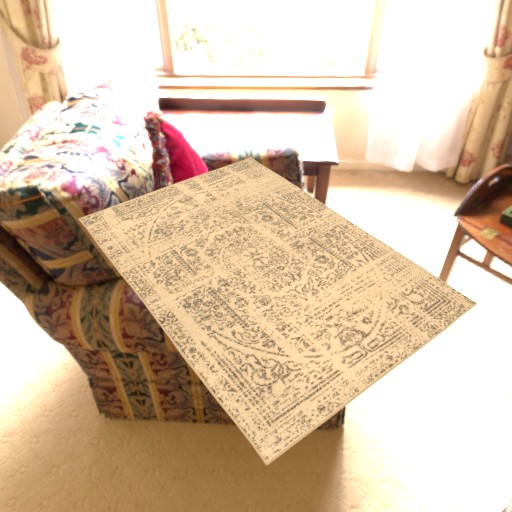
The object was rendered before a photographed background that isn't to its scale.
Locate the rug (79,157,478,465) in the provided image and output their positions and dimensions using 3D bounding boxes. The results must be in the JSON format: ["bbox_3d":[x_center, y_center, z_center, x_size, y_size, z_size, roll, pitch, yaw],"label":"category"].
[{"bbox_3d":[0.000,0.000,3.158,1.706,0.026,2.438,-26,47,-27],"label":"rug"}]
